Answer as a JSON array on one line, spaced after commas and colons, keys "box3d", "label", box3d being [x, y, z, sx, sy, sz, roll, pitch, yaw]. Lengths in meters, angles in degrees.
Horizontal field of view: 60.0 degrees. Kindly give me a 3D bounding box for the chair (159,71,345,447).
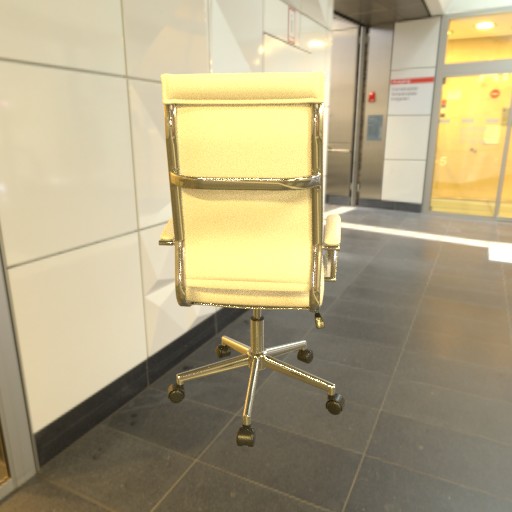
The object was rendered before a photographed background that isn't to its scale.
[{"box3d": [0.000, 0.000, 1.581, 0.679, 1.149, 0.679, 2, 16, 7], "label": "chair"}]
